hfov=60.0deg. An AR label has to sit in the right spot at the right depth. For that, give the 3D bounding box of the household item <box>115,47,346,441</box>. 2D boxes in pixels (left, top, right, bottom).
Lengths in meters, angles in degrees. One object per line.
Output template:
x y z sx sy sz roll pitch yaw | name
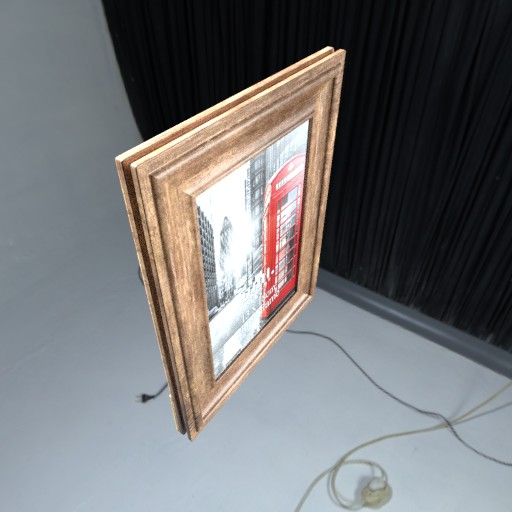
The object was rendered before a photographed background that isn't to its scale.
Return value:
0.000 0.000 0.318 0.018 0.237 0.186 25 47 26 | household item
